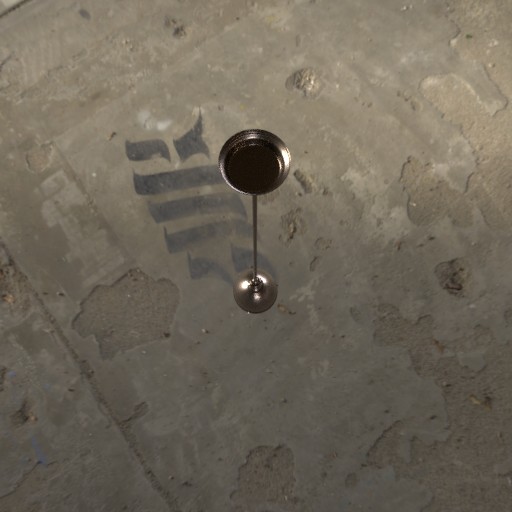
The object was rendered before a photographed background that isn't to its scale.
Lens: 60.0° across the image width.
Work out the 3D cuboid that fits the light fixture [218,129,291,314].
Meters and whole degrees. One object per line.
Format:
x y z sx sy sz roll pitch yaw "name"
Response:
0.000 0.000 1.456 0.217 1.367 0.211 -17 76 -4 "light fixture"
